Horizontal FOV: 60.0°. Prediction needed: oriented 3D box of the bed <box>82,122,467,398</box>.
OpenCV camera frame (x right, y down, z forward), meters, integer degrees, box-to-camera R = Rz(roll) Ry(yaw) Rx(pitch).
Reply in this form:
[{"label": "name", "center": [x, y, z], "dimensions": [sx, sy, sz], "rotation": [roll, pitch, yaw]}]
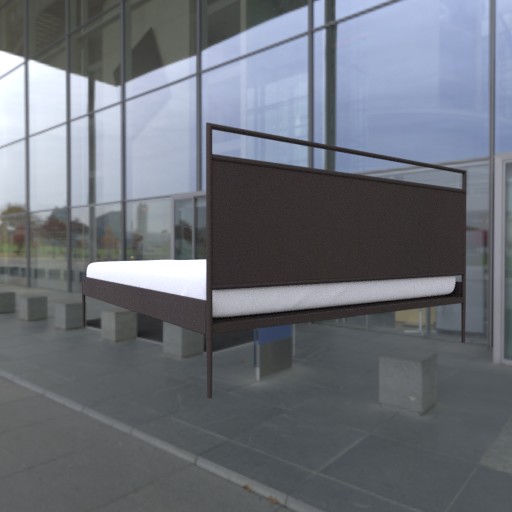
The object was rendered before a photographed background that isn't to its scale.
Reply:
[{"label": "bed", "center": [0.000, 0.000, 3.325], "dimensions": [1.993, 1.173, 2.151], "rotation": [-1, 1, -35]}]
